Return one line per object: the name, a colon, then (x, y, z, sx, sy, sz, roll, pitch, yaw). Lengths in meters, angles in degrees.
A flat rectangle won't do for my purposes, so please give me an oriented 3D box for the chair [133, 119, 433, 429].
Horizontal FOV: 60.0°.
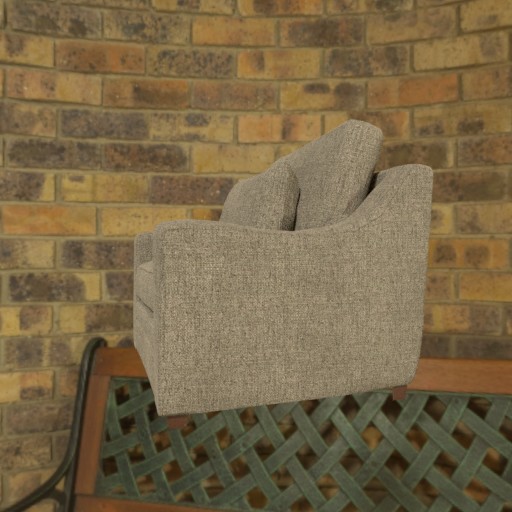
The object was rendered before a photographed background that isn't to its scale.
chair: (0.000, 0.000, 1.976, 1.009, 1.037, 1.138, 0, 1, -19)
